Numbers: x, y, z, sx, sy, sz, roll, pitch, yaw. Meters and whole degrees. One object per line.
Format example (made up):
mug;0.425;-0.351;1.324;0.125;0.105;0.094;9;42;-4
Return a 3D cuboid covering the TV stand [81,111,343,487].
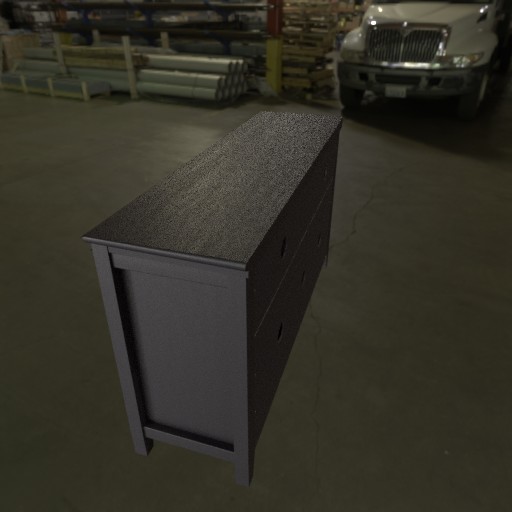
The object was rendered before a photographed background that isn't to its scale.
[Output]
TV stand;0.000;0.000;1.485;0.347;0.681;1.198;9;31;15
